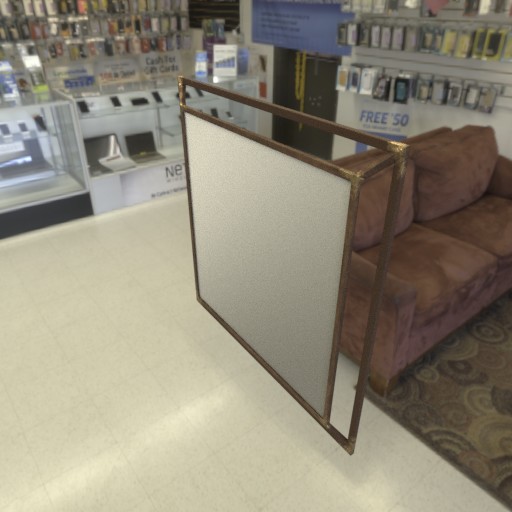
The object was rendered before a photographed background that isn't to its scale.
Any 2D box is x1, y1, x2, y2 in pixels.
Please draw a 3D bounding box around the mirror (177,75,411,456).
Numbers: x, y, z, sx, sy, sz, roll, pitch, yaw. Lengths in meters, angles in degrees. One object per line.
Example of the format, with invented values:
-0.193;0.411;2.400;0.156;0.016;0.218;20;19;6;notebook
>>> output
0.000;0.000;0.908;0.032;0.610;0.610;-20;37;-30;mirror
